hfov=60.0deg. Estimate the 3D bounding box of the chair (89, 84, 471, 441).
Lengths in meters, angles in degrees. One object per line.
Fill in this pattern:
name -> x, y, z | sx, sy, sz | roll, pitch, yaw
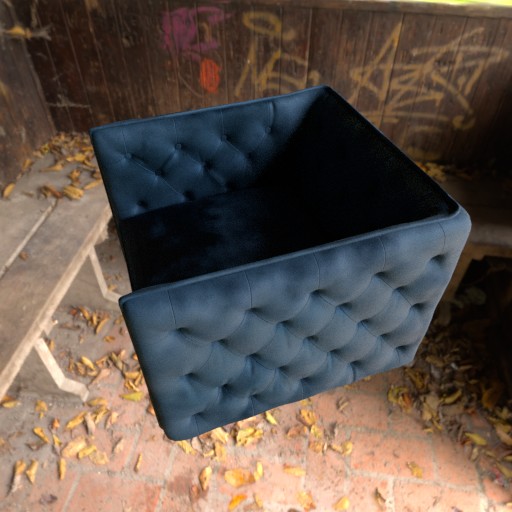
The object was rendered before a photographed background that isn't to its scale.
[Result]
chair -> 0.000, 0.000, 1.514 | 0.877, 0.771, 0.868 | -14, 47, -14
